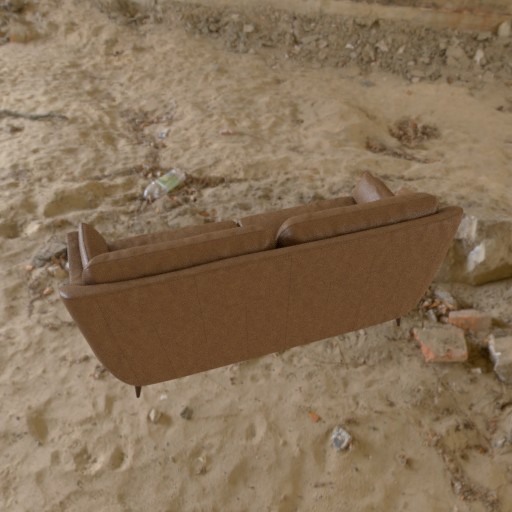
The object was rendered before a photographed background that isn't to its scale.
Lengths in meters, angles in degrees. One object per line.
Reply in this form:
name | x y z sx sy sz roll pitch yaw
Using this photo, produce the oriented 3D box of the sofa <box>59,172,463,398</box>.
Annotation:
sofa | 0.000 0.000 2.387 1.902 0.839 0.904 -12 43 -13
